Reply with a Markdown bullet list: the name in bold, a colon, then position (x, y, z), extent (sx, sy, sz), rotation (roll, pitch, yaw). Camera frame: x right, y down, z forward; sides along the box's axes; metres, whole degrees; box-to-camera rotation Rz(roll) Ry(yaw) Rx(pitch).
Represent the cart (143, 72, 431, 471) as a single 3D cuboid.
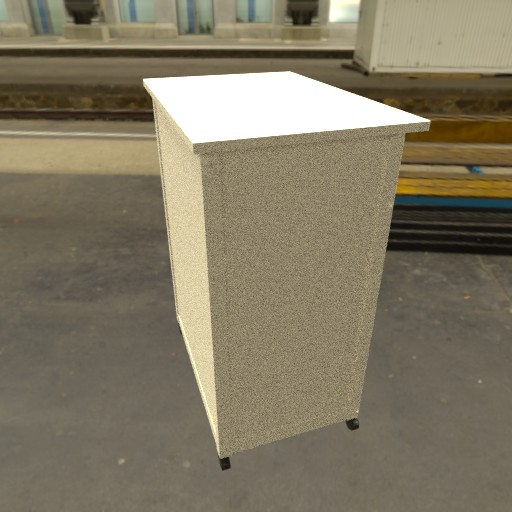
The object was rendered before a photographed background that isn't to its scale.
- **cart**: position (0.000, 0.000, 1.245), extent (0.442, 0.864, 0.683), rotation (-10, 32, -16)
